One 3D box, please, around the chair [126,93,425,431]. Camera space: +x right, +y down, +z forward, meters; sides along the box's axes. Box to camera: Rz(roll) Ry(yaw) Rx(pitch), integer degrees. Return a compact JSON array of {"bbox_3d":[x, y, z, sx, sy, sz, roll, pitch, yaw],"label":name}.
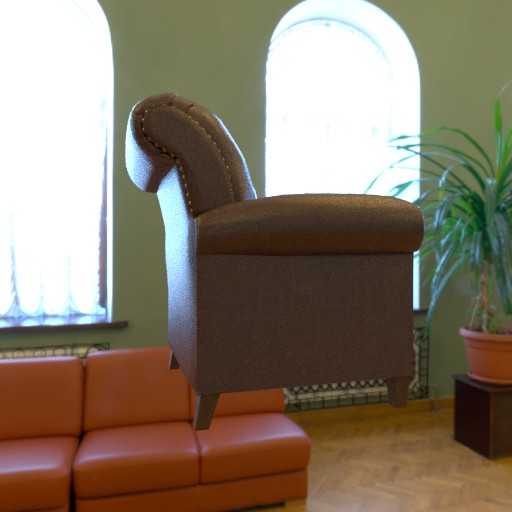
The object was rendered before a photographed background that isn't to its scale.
[{"bbox_3d":[0.000,0.000,1.583,0.890,0.927,0.854,0,0,-17],"label":"chair"}]
